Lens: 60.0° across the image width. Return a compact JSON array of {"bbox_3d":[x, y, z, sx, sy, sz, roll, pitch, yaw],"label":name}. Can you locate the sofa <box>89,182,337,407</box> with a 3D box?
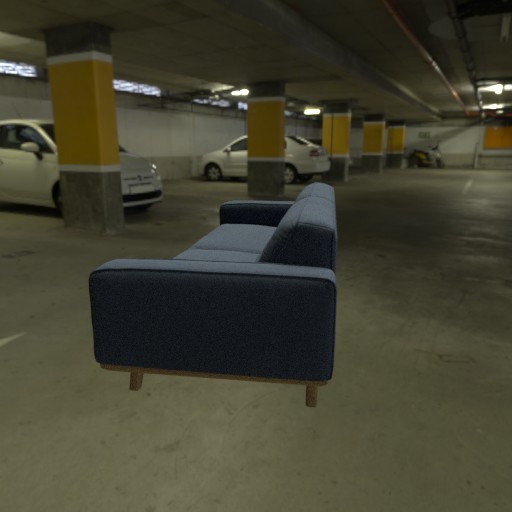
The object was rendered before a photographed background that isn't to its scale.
[{"bbox_3d":[0.000,0.000,2.727,0.953,0.782,2.270,2,14,9],"label":"sofa"}]
